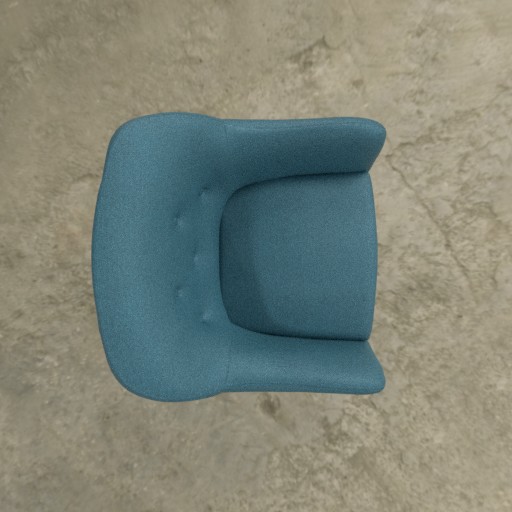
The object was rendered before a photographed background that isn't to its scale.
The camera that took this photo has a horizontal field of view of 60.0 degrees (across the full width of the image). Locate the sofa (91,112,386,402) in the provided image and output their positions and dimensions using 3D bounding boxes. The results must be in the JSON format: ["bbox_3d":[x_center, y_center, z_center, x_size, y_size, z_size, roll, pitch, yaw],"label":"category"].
[{"bbox_3d":[0.000,0.000,1.499,0.825,0.817,0.836,0,90,0],"label":"sofa"}]
